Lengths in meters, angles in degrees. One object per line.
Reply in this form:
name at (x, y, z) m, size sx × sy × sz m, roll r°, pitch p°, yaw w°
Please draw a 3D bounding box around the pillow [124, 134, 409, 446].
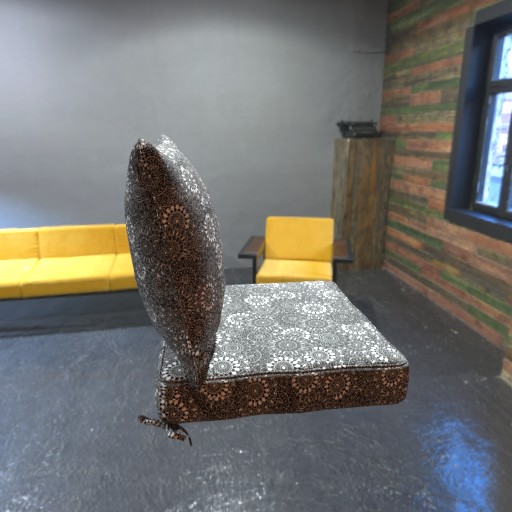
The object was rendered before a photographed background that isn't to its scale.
pillow at (0.000, 0.000, 1.363) m, size 0.740 × 0.722 × 0.798 m, roll -2°, pitch 16°, yaw -8°
